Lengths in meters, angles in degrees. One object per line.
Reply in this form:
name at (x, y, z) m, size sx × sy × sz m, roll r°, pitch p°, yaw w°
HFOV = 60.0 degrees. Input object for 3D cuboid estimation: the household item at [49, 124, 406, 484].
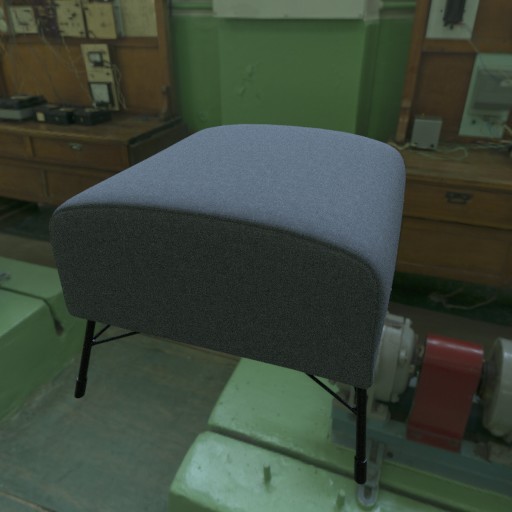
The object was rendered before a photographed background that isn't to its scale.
household item at (0.000, 0.000, 0.856) m, size 0.530 × 0.410 × 0.530 m, roll 10°, pitch 30°, yaw 17°
